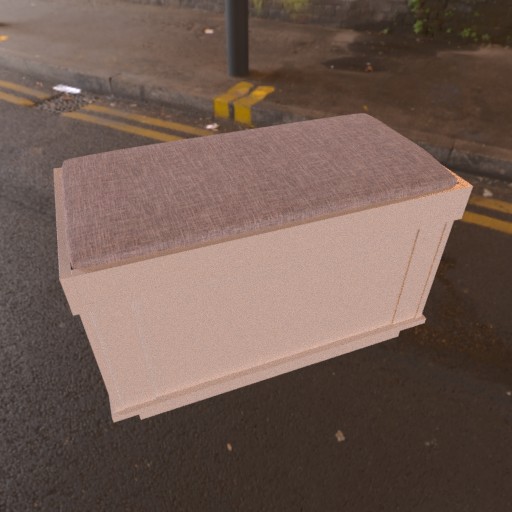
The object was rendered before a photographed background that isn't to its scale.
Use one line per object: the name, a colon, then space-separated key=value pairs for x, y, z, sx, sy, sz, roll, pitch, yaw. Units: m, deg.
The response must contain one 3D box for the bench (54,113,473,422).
bench: x=0.000 y=0.000 z=0.989 sx=0.734 sy=0.461 sz=0.362 roll=-14 pitch=41 yaw=-16
